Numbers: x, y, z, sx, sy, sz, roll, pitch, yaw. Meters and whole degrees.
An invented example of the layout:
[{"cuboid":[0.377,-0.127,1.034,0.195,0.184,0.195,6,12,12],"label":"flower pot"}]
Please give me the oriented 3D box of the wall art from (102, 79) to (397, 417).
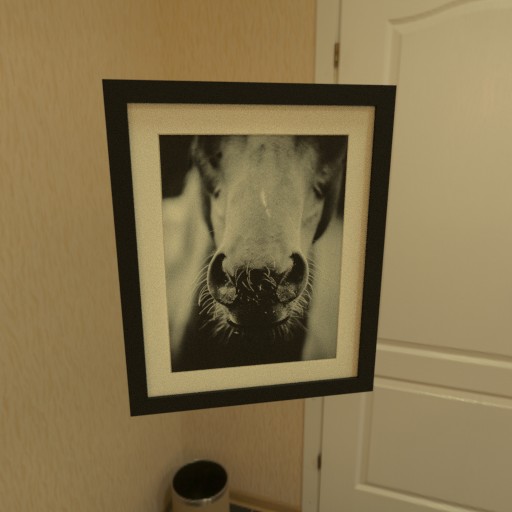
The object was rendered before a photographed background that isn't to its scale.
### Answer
[{"cuboid":[0.000,0.000,0.766,0.457,0.559,0.033,-3,15,-10],"label":"wall art"}]
